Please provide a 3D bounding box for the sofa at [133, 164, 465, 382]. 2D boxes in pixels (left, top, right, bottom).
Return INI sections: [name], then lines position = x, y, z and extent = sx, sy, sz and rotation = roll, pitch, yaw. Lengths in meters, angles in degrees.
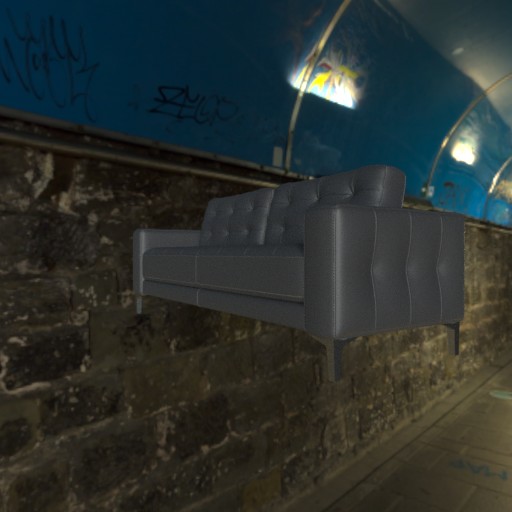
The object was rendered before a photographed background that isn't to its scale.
[sofa]
position = 0.000, 0.000, 2.721
extent = 0.833, 0.893, 2.275
rotation = 0, 1, -34
